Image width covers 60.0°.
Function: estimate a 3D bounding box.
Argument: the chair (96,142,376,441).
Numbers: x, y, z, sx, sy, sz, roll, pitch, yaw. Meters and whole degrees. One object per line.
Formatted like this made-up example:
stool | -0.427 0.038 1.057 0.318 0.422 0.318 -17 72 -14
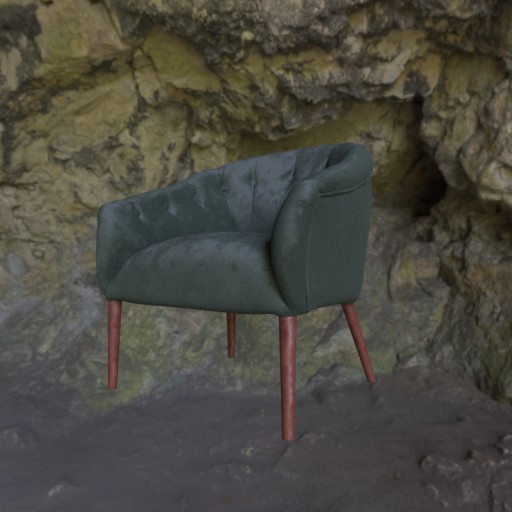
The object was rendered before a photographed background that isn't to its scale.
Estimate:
chair | 0.000 0.000 1.549 0.851 0.885 0.776 0 0 36
